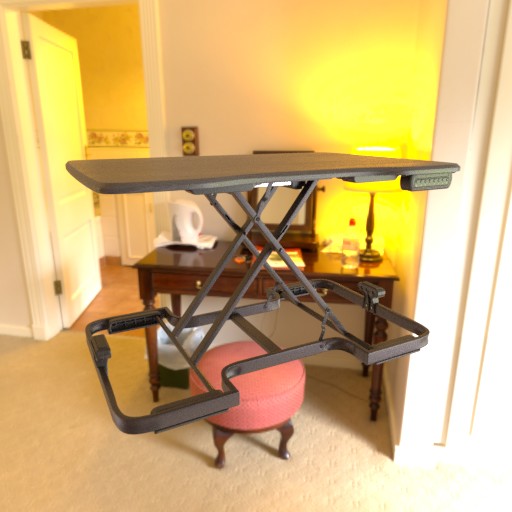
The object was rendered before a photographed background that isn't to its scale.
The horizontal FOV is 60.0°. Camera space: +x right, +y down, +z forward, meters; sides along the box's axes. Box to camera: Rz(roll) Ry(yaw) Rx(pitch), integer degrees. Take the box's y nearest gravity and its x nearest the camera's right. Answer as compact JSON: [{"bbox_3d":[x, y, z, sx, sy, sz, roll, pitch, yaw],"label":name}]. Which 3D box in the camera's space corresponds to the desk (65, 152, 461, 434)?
[{"bbox_3d":[0.000,0.000,1.126,0.820,0.470,0.546,-8,18,-26],"label":"desk"}]
